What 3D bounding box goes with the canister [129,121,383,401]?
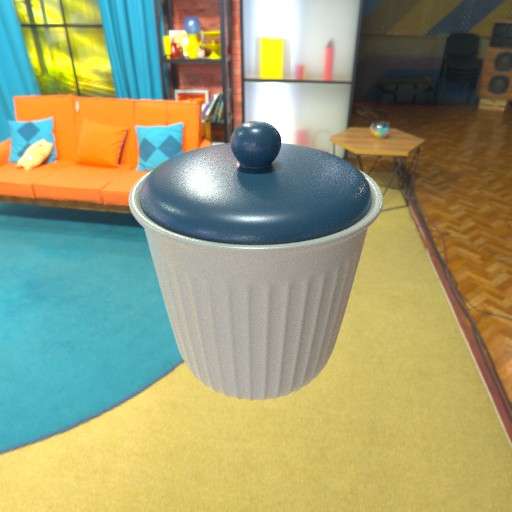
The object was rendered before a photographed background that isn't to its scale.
[{"bbox_3d":[0.000,0.000,0.354,0.181,0.211,0.181,0,31,0],"label":"canister"}]
